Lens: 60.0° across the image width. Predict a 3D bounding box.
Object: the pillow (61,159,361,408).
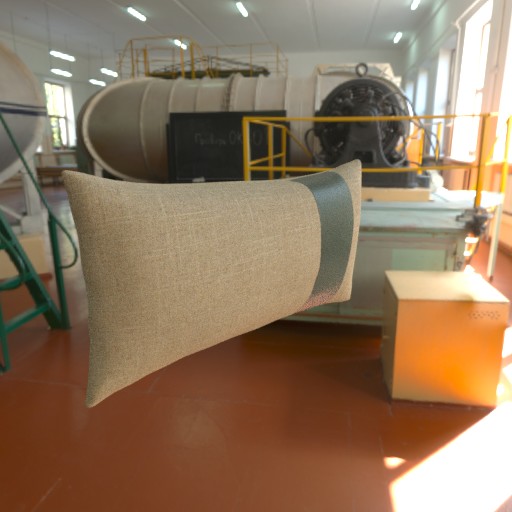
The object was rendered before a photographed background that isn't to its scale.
[{"bbox_3d":[0.000,0.000,1.040,0.197,0.429,0.859,14,20,43],"label":"pillow"}]
